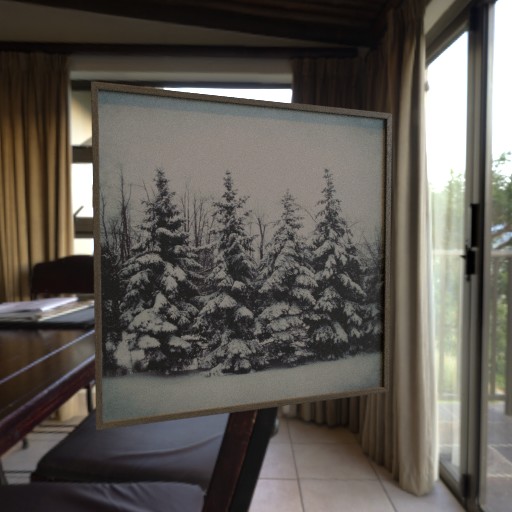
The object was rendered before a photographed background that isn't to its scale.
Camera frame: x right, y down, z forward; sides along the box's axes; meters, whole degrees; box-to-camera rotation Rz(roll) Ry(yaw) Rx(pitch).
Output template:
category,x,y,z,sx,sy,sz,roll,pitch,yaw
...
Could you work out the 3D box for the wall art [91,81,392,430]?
category,x,y,z,sx,sy,sz,roll,pitch,yaw
wall art,0.000,0.000,1.103,0.758,0.758,0.039,-1,2,-19
